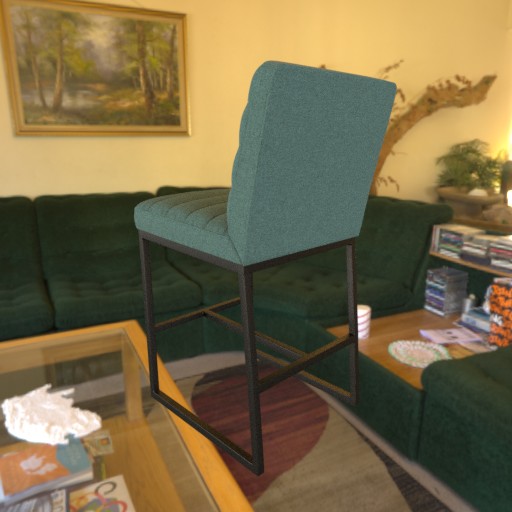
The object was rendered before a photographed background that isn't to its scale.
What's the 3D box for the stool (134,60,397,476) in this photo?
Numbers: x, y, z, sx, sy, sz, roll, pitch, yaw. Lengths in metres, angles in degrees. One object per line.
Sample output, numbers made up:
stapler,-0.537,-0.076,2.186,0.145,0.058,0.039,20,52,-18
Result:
stool,0.000,0.000,1.262,0.460,0.940,0.560,-14,20,-42
